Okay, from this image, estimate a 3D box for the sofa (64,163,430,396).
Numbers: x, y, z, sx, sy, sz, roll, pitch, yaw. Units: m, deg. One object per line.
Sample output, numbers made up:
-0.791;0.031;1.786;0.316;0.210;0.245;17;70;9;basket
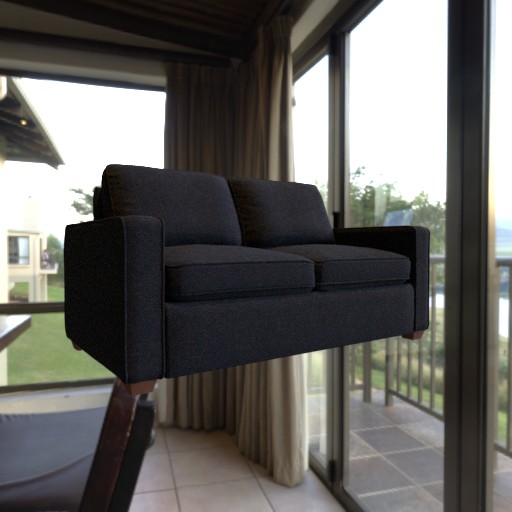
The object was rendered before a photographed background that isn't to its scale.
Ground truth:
0.000;0.000;2.302;1.709;0.918;0.947;-1;2;-35;sofa
